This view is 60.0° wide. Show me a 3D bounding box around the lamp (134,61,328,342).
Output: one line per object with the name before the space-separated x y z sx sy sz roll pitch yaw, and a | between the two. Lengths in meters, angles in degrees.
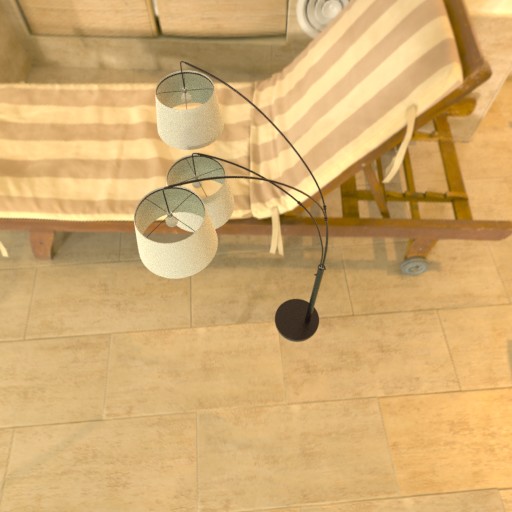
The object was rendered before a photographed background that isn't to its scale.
lamp | 0.000 0.000 2.437 0.924 1.950 0.951 1 60 1
